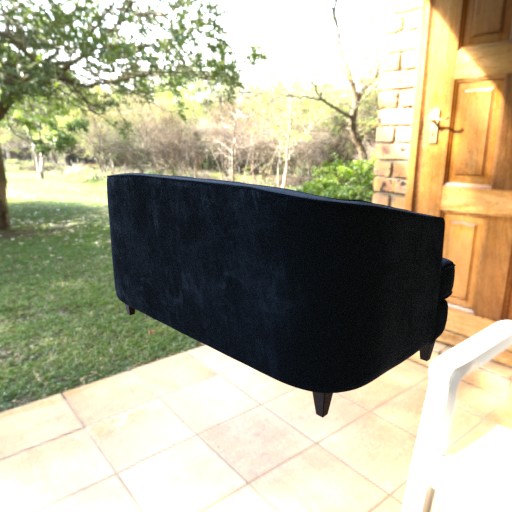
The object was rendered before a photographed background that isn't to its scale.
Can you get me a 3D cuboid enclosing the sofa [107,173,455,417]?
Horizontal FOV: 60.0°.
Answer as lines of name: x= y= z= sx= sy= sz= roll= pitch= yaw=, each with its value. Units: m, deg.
sofa: x=0.000 y=0.000 z=2.308 sx=0.941 sy=0.854 sz=1.733 roll=-14 pitch=20 yaw=-43
